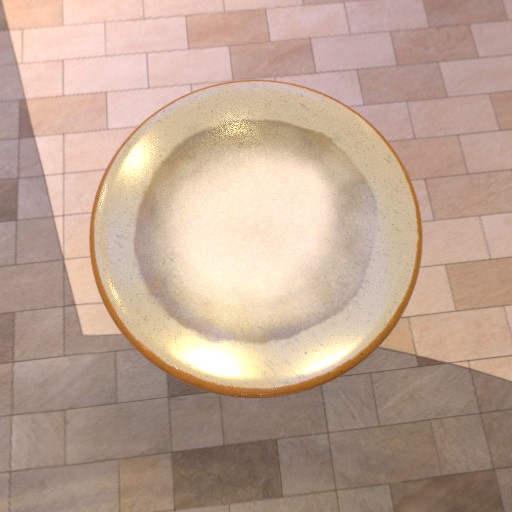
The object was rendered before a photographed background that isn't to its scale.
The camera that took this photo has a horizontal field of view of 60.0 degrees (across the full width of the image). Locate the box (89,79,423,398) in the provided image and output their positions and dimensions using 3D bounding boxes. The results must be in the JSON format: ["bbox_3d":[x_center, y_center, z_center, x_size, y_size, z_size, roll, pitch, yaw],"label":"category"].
[{"bbox_3d":[0.000,0.000,0.207,0.123,0.100,0.123,0,75,0],"label":"box"}]
